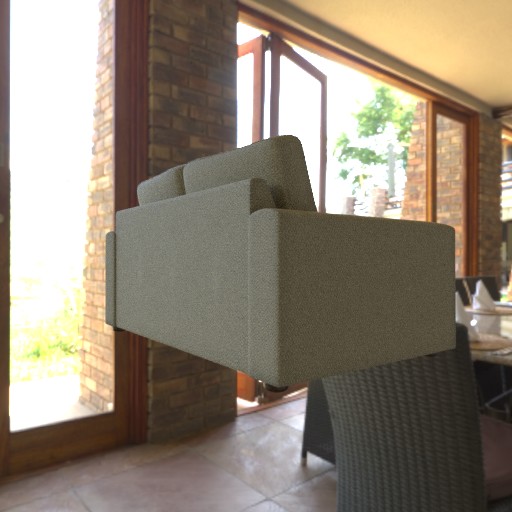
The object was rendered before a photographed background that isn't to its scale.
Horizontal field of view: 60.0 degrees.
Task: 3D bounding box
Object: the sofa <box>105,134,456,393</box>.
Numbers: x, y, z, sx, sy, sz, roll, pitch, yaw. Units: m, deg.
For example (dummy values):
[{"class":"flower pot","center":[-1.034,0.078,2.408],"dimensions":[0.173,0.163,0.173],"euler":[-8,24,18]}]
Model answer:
[{"class":"sofa","center":[0.000,0.000,2.252],"dimensions":[1.016,0.873,1.616],"euler":[0,0,-36]}]
